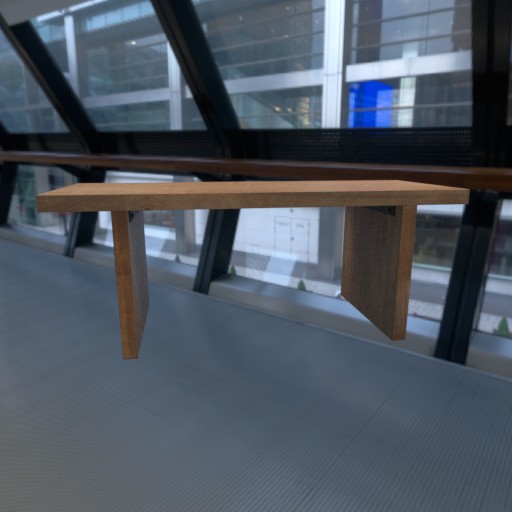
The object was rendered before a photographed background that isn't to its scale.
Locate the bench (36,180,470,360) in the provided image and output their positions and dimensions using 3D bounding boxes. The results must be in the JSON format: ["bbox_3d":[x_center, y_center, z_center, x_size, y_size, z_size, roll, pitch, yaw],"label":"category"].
[{"bbox_3d":[0.000,0.000,1.466,1.183,0.458,0.458,-2,13,-9],"label":"bench"}]
